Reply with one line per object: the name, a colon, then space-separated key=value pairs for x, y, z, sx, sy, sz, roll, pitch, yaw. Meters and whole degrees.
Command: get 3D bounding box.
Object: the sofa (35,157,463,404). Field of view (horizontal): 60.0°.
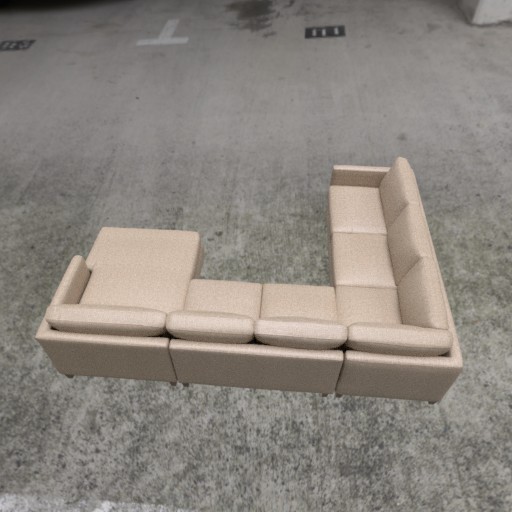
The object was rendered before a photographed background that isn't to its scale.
sofa: x=0.000 y=0.000 z=4.542 sx=3.460 sy=0.961 sz=2.594 roll=3 pitch=48 yaw=3
